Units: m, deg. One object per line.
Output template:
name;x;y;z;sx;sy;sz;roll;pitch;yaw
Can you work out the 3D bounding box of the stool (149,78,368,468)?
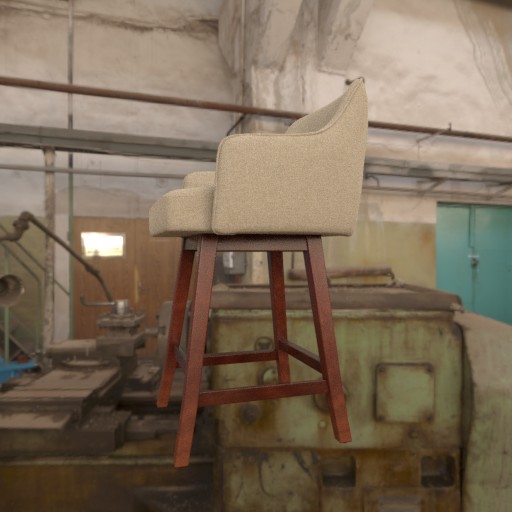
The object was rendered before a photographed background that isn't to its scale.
stool;0.000;0.000;1.251;0.560;0.936;0.550;0;1;-18
